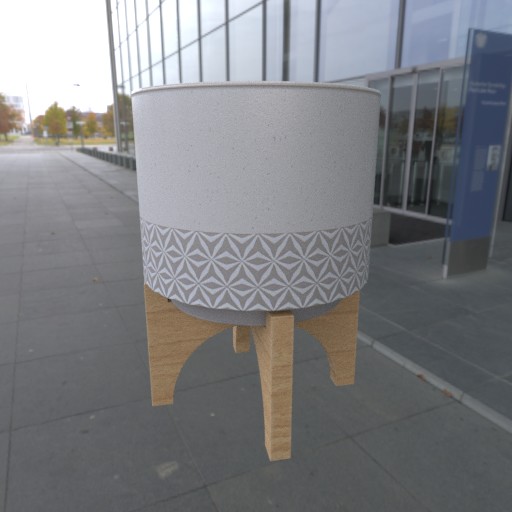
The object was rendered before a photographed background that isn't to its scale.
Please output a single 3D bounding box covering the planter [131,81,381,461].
[{"bbox_3d":[0.000,0.000,0.501,0.249,0.343,0.249,0,15,0],"label":"planter"}]
